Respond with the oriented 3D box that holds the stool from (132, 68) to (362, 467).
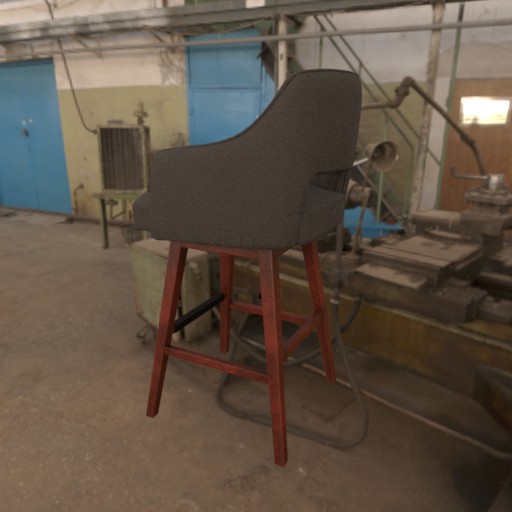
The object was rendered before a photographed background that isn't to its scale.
[{"bbox_3d":[0.000,0.000,1.340,0.558,1.012,0.548,9,19,26],"label":"stool"}]
